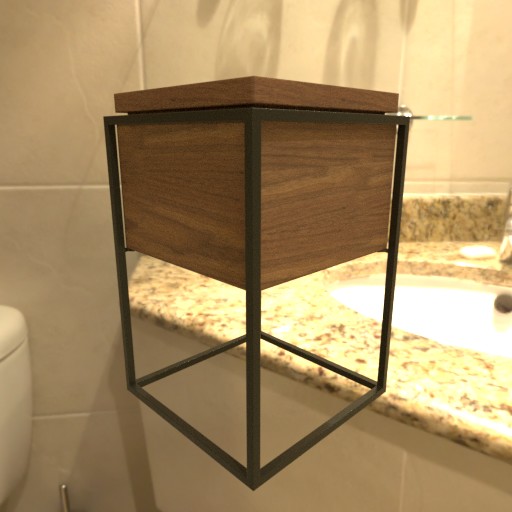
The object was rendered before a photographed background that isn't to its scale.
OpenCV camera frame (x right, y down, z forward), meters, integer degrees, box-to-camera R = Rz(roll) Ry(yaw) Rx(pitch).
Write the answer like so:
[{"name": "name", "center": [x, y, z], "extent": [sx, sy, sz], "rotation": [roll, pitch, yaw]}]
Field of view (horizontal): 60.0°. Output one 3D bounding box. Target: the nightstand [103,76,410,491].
[{"name": "nightstand", "center": [0.000, 0.000, 0.879], "extent": [0.397, 0.607, 0.397], "rotation": [-15, 21, -42]}]
